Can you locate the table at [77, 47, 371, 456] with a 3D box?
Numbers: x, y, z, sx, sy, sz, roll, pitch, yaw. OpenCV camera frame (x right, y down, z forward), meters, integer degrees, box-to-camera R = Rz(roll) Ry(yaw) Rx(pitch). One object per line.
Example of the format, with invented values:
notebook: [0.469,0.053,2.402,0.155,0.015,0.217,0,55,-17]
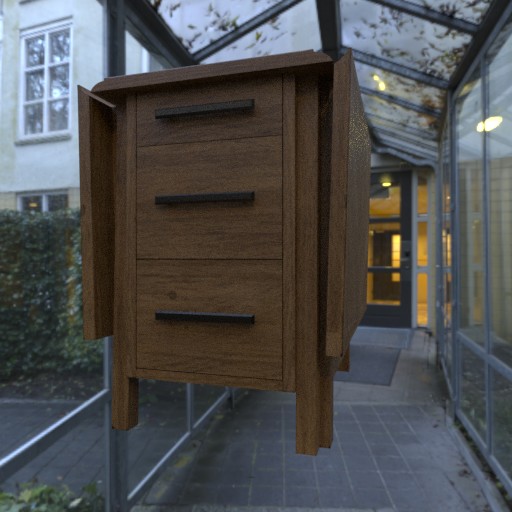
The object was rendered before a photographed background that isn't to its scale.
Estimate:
table: [0.000,0.000,1.240,0.591,0.763,0.746,0,0,17]
